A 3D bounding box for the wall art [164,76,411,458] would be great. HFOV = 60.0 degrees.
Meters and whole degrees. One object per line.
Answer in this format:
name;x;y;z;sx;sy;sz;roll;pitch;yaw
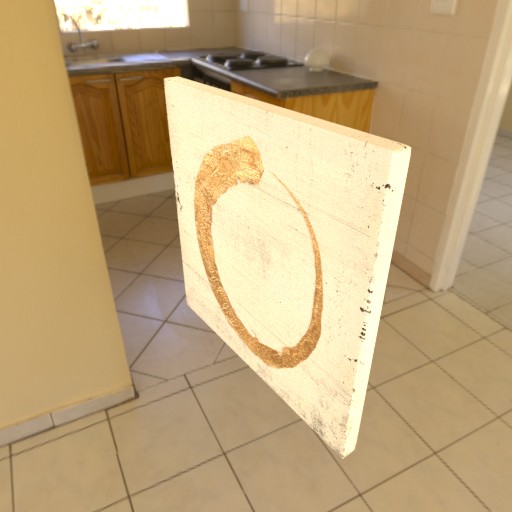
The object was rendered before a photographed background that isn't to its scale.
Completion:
wall art;0.000;0.000;0.912;0.040;0.611;0.610;-22;38;-31
